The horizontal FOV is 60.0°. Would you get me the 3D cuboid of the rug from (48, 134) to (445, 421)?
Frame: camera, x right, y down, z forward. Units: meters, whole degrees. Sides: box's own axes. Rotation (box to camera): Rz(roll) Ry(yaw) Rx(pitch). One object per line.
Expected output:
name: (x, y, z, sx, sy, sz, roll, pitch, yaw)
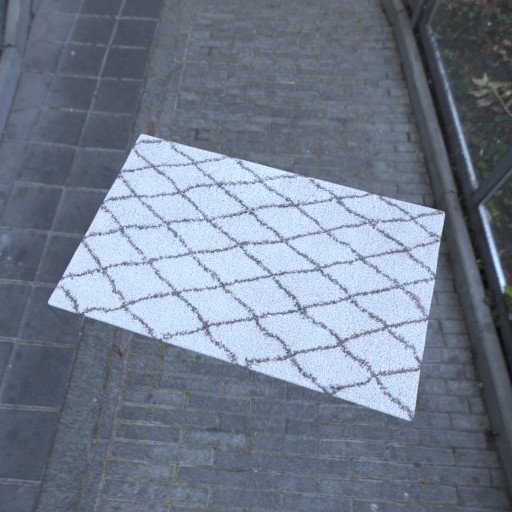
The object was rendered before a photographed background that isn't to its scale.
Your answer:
rug: (0.000, 0.000, 3.109, 2.438, 0.030, 1.524, 16, 65, 8)
